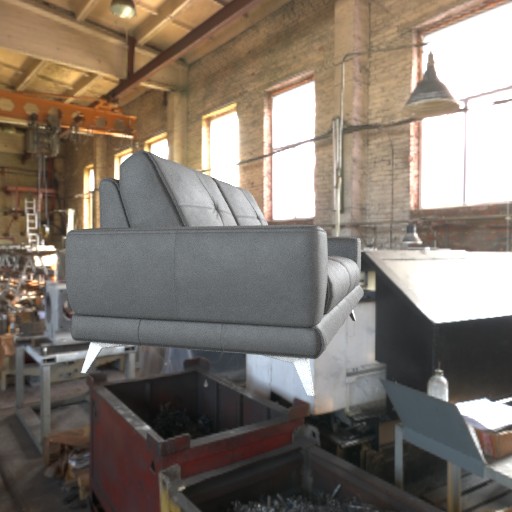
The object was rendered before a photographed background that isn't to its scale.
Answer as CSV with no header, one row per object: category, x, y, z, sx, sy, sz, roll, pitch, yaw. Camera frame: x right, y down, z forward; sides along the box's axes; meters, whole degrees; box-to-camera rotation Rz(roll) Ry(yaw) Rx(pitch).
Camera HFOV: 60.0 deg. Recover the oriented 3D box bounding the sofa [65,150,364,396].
sofa,0.000,0.000,2.386,1.018,0.907,1.806,0,1,18
